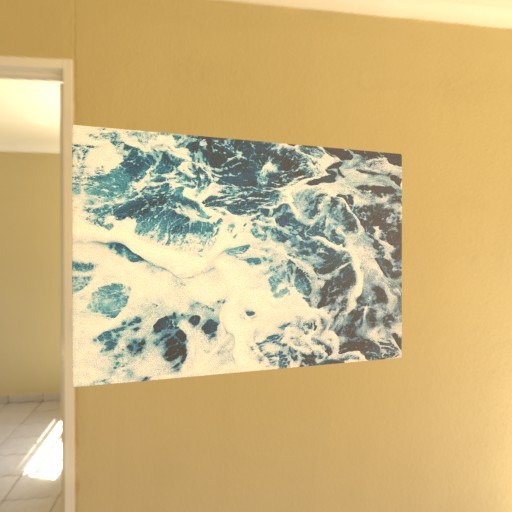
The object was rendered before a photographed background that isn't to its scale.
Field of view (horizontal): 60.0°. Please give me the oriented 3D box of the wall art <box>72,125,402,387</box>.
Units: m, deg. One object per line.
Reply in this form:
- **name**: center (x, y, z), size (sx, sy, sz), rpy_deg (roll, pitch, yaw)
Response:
- **wall art**: center (0.000, 0.000, 1.990), size (1.524, 1.017, 0.055), rpy_deg (0, 0, -19)
